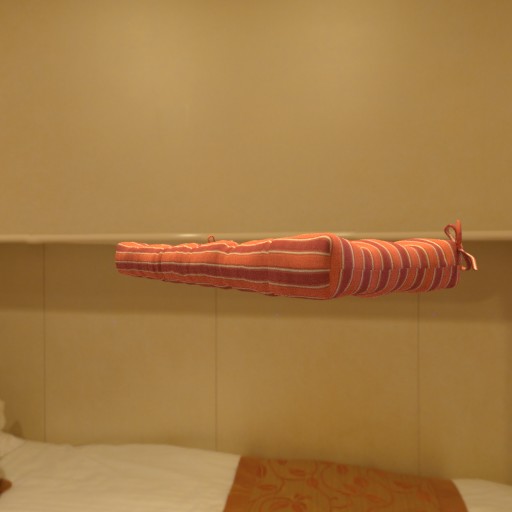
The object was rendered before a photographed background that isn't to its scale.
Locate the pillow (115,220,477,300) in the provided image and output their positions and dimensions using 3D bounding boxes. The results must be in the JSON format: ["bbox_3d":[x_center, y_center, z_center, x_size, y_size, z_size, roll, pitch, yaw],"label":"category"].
[{"bbox_3d":[0.000,0.000,1.353,0.511,0.174,1.194,0,1,-36],"label":"pillow"}]
